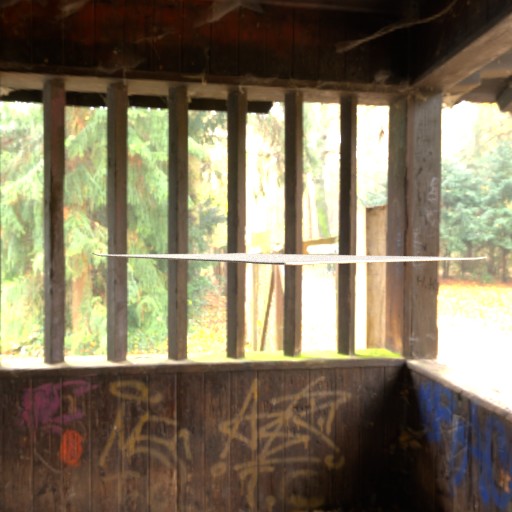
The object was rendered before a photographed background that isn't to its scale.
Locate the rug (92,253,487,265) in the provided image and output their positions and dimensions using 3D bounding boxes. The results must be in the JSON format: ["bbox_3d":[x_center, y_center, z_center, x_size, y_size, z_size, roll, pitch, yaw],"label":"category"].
[{"bbox_3d":[0.000,0.000,2.456,1.214,0.023,1.947,-1,1,-36],"label":"rug"}]
